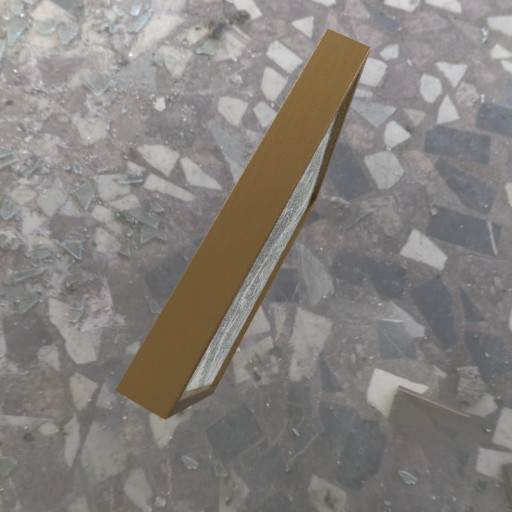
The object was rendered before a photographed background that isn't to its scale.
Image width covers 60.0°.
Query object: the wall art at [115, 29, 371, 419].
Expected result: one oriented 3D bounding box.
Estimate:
[{"bbox_3d":[0.000,0.000,0.454,0.037,0.305,0.305,27,77,7],"label":"wall art"}]
